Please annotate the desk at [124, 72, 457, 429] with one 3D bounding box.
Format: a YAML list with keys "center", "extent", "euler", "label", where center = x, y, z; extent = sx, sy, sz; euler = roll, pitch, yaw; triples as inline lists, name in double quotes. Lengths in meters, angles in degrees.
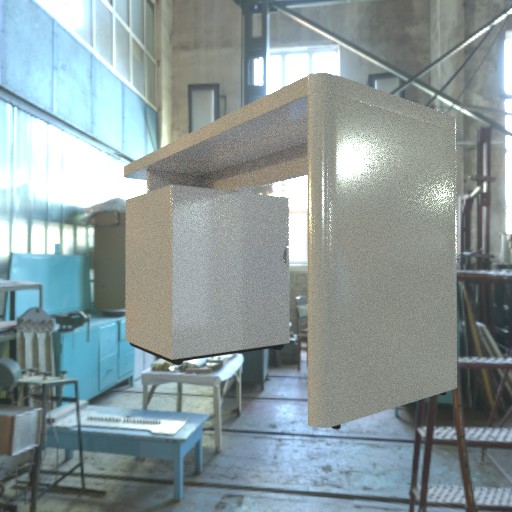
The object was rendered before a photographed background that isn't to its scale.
- center: [0.000, 0.000, 1.559]
  extent: [0.550, 0.760, 1.200]
  euler: [1, -1, -36]
  label: "desk"
